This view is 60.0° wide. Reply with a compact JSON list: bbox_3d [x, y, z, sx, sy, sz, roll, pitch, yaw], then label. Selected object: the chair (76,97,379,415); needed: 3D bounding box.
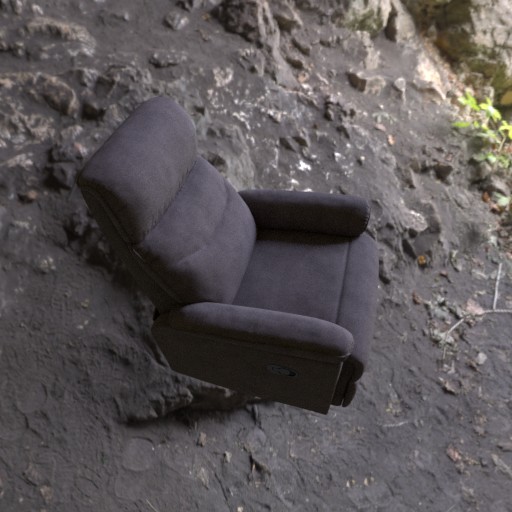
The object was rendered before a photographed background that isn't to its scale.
[{"bbox_3d":[0.000,0.000,1.773,1.009,1.036,0.830,11,47,10],"label":"chair"}]
